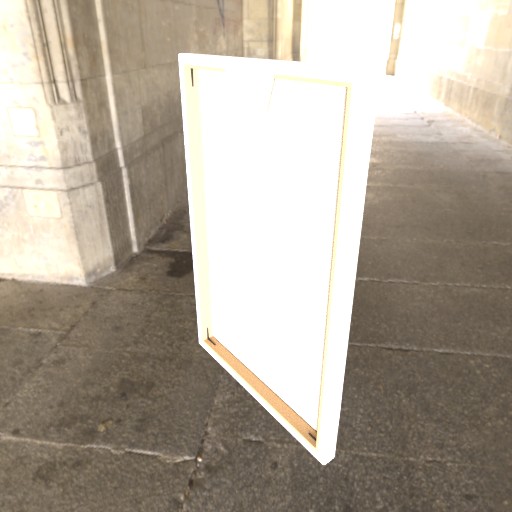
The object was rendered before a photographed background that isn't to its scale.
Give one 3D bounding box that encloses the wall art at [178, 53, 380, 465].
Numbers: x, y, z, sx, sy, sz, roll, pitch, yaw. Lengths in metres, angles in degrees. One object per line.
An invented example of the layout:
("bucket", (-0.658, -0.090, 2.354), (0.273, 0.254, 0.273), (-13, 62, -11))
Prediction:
("wall art", (0.000, 0.000, 1.108), (0.048, 0.902, 0.602), (-19, 33, -32))
